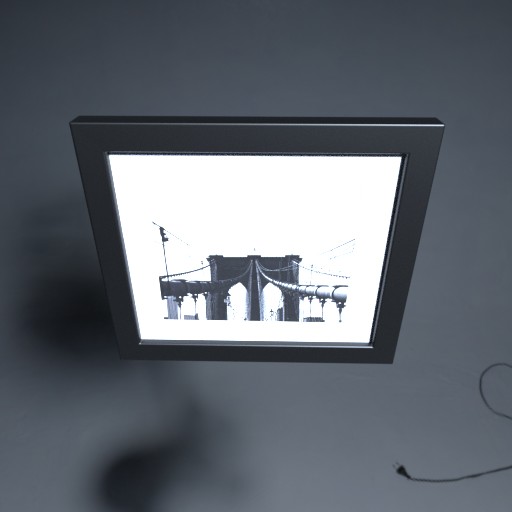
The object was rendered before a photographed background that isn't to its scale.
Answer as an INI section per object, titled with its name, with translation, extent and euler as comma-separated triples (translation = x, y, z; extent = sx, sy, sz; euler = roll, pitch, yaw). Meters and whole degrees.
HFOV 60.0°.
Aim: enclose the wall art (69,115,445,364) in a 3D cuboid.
[wall art]
translation = 0.000, 0.000, 0.545
extent = 0.380, 0.330, 0.028
euler = 1, 31, 1
